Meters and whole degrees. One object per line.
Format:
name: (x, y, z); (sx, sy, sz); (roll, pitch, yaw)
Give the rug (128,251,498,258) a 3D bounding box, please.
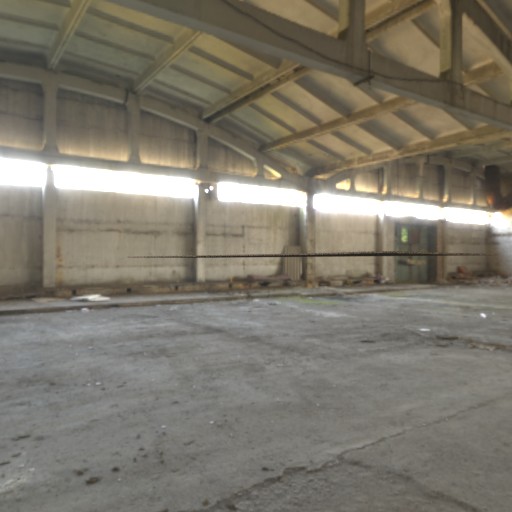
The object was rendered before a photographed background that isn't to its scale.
rug: (0.000, 0.000, 2.591); (0.706, 0.009, 2.443); (0, -1, -35)
